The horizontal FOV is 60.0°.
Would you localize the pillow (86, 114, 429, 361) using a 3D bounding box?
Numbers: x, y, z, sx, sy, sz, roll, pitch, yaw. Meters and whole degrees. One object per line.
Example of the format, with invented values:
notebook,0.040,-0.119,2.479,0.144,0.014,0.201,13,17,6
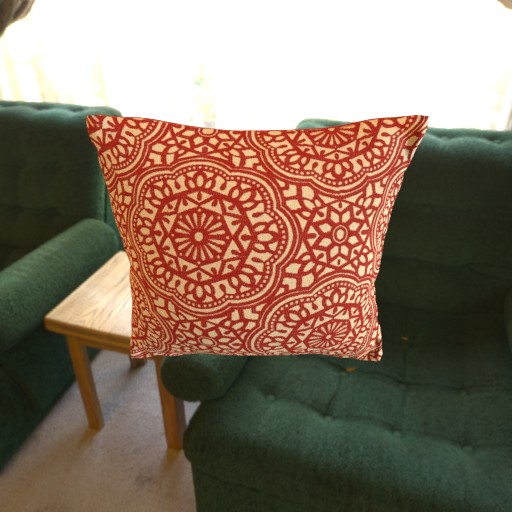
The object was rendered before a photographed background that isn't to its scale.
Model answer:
pillow,0.000,0.000,0.669,0.438,0.419,0.162,0,31,0
